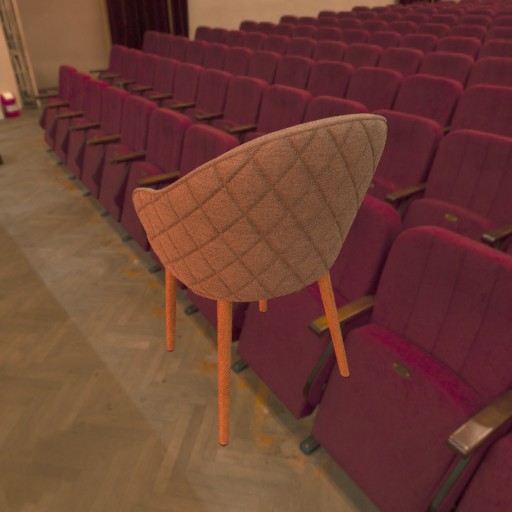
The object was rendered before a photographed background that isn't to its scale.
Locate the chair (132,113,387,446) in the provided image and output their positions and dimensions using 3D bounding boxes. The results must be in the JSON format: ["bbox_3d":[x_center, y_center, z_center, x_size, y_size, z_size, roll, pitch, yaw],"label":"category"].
[{"bbox_3d":[0.000,0.000,1.143,0.540,0.800,0.530,-19,36,-28],"label":"chair"}]
